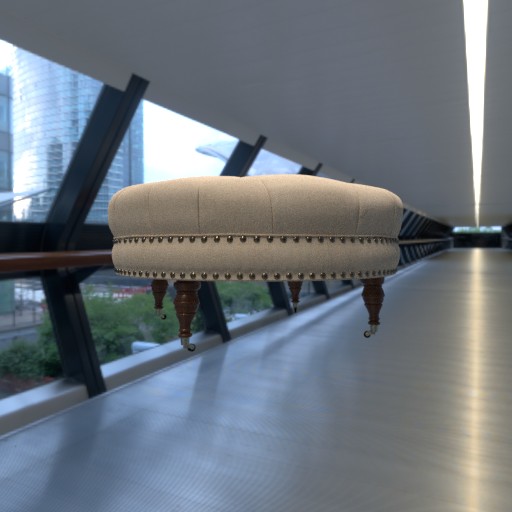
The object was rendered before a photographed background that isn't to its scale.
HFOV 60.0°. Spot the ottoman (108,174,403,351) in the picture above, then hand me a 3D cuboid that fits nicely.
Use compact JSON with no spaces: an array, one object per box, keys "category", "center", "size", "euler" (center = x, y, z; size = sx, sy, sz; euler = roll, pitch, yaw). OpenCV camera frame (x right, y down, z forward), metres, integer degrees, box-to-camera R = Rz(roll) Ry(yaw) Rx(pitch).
[{"category":"ottoman","center":[0.000,0.000,1.484],"size":[0.940,0.483,0.940],"euler":[0,1,0]}]
